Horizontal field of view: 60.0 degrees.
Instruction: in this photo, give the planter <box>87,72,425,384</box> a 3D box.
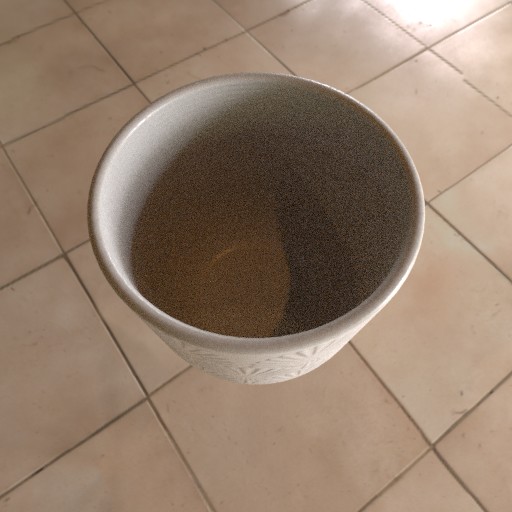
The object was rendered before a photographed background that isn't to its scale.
[{"bbox_3d":[0.000,0.000,0.291,0.170,0.152,0.170,0,63,0],"label":"planter"}]
